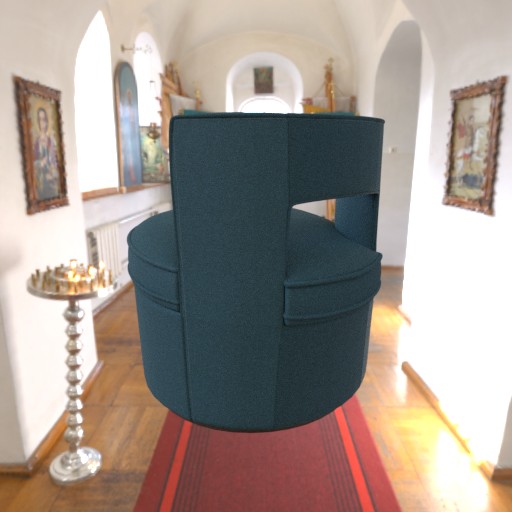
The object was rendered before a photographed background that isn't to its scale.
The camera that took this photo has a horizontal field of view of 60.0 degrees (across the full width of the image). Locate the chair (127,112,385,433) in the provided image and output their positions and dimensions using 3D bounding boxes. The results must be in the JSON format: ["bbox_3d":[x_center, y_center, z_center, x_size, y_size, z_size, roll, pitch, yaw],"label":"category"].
[{"bbox_3d":[0.000,0.000,1.214,0.684,0.711,0.660,-13,19,-43],"label":"chair"}]
